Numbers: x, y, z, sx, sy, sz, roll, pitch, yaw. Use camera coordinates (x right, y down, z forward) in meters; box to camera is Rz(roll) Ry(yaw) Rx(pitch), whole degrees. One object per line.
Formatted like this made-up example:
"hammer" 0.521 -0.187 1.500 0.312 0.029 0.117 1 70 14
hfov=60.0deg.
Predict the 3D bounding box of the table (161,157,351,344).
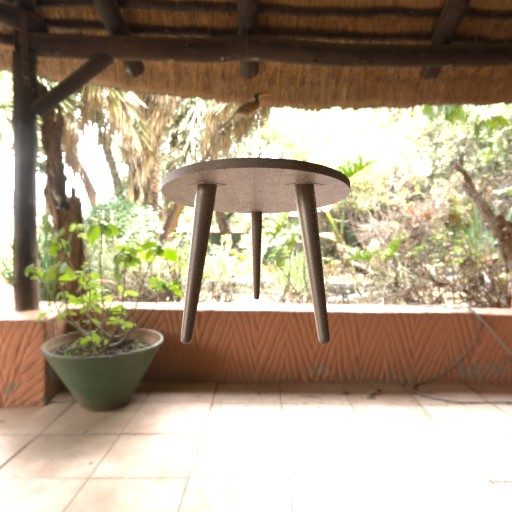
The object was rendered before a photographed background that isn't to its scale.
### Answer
"table" 0.000 0.000 1.381 0.542 0.390 1.083 0 1 0
